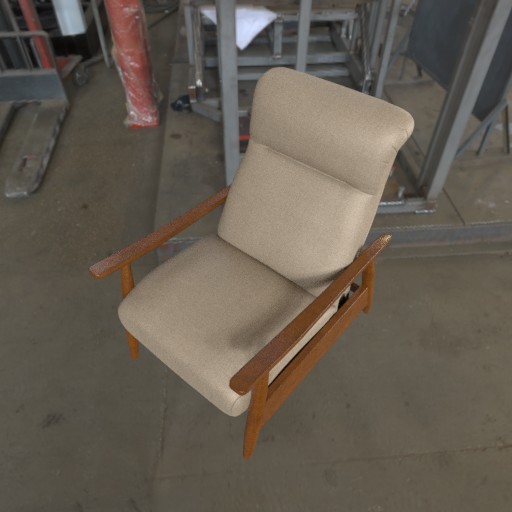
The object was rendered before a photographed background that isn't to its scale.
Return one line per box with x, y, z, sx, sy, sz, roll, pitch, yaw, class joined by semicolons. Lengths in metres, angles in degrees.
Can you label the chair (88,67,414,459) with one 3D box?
0.000;0.000;1.790;0.762;1.082;1.032;31;54;26;chair
